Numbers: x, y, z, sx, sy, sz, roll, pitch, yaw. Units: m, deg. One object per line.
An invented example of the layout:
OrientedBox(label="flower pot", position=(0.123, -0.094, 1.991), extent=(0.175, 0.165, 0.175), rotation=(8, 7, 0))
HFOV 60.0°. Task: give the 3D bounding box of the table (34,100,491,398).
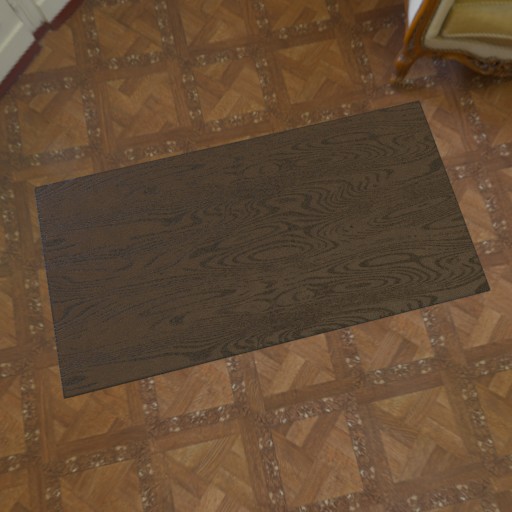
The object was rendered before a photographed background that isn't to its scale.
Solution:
OrientedBox(label="table", position=(0.000, 0.000, 2.471), extent=(1.981, 0.762, 1.016), rotation=(-14, 77, -3))
